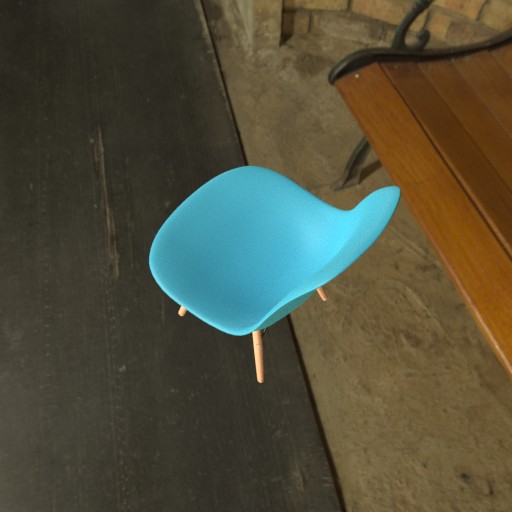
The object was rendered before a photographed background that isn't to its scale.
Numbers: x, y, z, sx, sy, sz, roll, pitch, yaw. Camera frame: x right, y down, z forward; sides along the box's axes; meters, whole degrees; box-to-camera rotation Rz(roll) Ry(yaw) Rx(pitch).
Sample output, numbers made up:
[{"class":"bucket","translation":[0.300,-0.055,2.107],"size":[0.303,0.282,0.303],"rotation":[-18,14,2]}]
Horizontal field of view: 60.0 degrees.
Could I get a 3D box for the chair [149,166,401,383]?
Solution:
[{"class":"chair","translation":[0.000,0.000,1.184],"size":[0.531,0.826,0.470],"rotation":[36,69,16]}]
